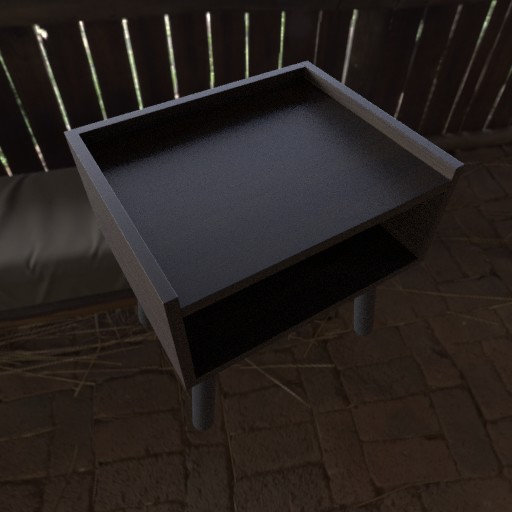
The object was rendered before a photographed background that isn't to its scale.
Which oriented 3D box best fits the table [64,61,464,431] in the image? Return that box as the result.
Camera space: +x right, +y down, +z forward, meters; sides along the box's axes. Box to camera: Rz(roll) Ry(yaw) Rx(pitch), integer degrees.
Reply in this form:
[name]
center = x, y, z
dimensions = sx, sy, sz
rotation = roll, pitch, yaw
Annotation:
[table]
center = 0.000, 0.000, 0.815
dimensions = 0.450, 0.470, 0.370
rotation = -25, 53, -20
